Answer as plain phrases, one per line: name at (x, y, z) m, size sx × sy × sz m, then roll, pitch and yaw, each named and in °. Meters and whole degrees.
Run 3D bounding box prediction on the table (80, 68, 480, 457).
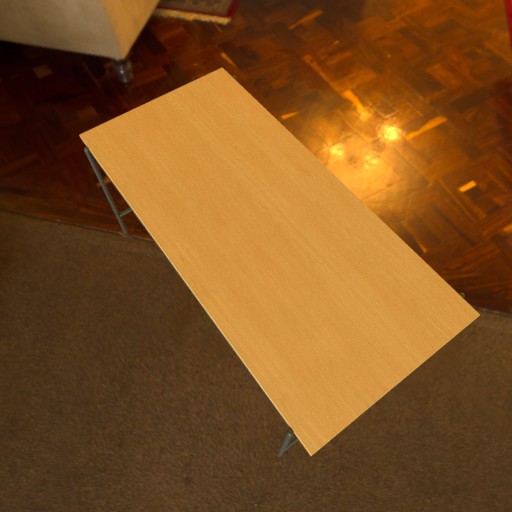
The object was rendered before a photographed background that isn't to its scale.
table at (0.000, 0.000, 2.292) m, size 0.900 × 0.758 × 1.800 m, roll -32°, pitch 66°, yaw -17°
